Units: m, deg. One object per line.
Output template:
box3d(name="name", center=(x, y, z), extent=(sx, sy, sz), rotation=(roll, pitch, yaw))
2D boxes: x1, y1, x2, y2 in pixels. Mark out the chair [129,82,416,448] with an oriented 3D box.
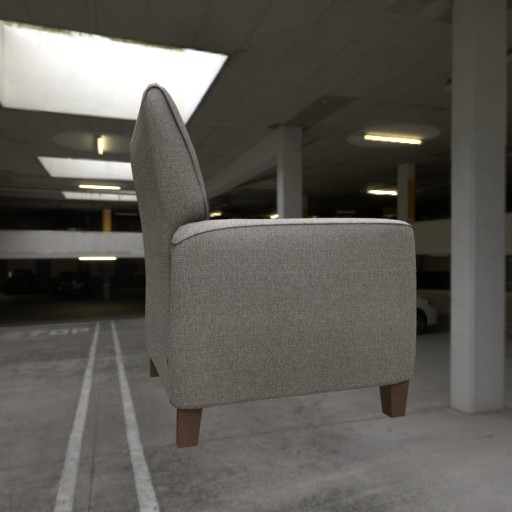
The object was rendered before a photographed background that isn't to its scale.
box3d(name="chair", center=(0.000, 0.000, 1.632), extent=(0.864, 1.014, 0.848), rotation=(0, 0, -19))
